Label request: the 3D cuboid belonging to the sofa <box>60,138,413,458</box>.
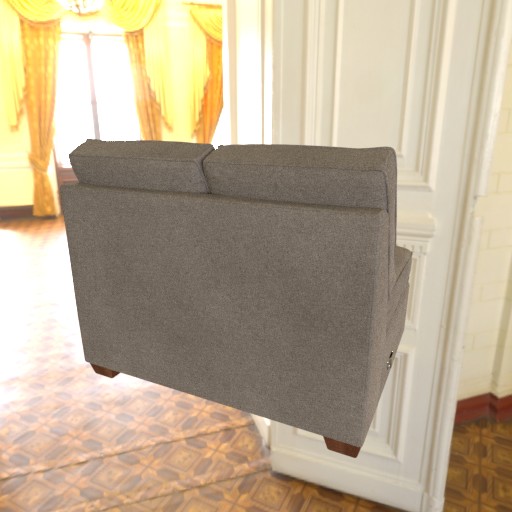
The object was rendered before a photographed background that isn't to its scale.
[{"bbox_3d":[0.000,0.000,1.947,1.237,1.008,0.951,8,19,25],"label":"sofa"}]
